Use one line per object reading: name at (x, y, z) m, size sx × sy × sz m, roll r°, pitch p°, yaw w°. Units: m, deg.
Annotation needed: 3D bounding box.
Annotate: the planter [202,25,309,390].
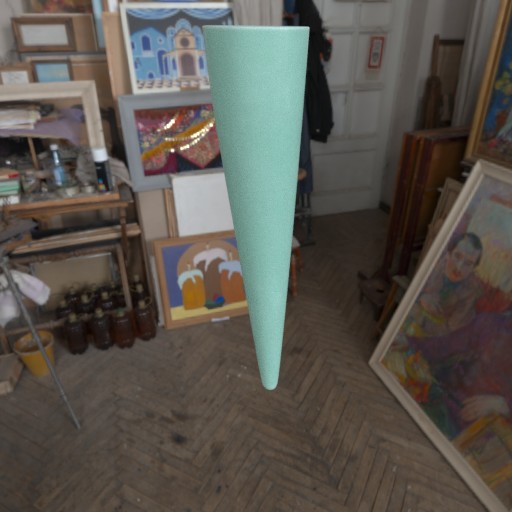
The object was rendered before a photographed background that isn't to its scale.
planter at (0.000, 0.000, 0.290) m, size 0.054 × 0.268 × 0.055 m, roll 18°, pitch 34°, yaw 30°
